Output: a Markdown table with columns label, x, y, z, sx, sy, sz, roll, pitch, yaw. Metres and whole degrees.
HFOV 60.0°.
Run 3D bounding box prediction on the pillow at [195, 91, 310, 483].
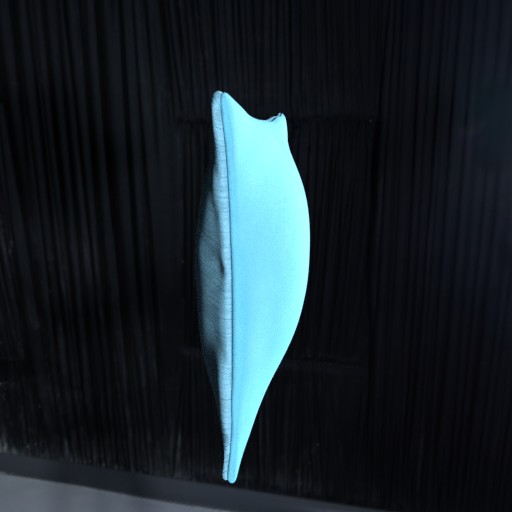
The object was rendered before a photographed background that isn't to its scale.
| label | x | y | z | sx | sy | sz | roll | pitch | yaw |
| --- | --- | --- | --- | --- | --- | --- | --- | --- | --- |
| pillow | 0.000 | 0.000 | 0.644 | 0.151 | 0.415 | 0.433 | 3 | 16 | 10 |
